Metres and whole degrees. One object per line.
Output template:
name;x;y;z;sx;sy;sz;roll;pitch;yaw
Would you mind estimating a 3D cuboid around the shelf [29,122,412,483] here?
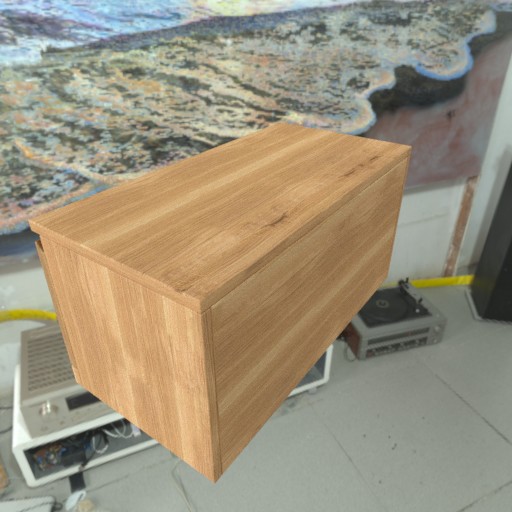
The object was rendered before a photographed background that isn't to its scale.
shelf;0.000;0.000;1.050;0.400;0.400;0.800;20;37;30
